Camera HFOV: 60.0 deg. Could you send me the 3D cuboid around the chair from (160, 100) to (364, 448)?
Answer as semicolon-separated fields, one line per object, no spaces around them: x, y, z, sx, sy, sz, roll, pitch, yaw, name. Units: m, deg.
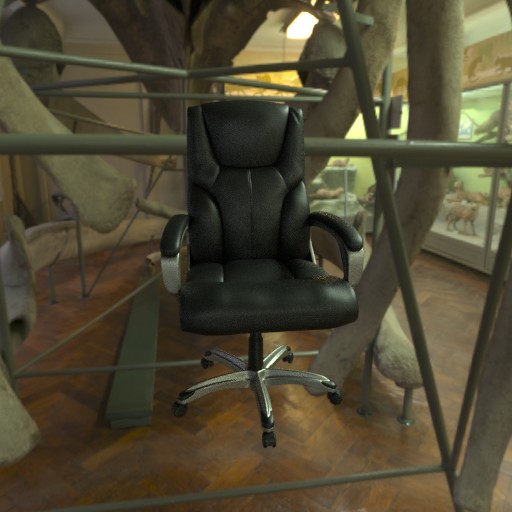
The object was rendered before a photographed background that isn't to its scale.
0.000;0.000;1.641;0.663;1.155;0.739;-2;14;-8;chair
